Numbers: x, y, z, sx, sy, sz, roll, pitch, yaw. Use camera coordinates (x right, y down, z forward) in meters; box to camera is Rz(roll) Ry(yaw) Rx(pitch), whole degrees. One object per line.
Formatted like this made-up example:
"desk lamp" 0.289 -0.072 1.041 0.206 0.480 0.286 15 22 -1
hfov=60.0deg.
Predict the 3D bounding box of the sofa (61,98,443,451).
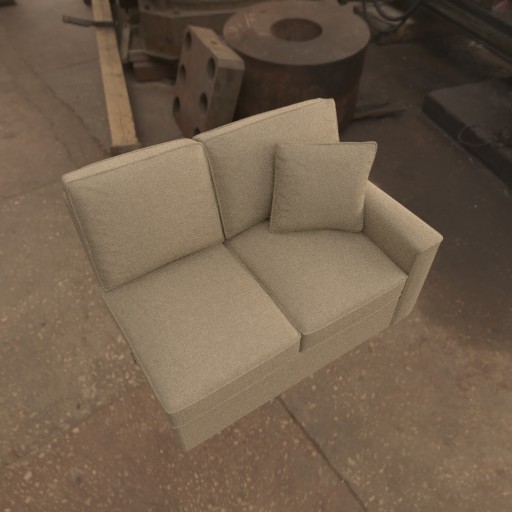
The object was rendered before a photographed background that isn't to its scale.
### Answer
"sofa" 0.000 0.000 2.092 1.388 0.989 0.991 -25 52 -22
